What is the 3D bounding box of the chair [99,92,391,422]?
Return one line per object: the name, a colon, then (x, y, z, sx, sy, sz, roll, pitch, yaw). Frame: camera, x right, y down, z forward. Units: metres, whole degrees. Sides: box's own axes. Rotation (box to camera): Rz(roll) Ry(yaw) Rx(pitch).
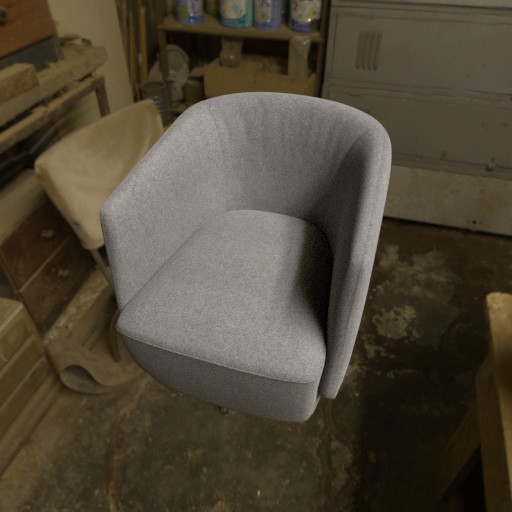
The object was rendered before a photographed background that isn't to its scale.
chair: (0.000, 0.000, 1.627, 0.822, 0.861, 0.986, 12, 42, 14)
